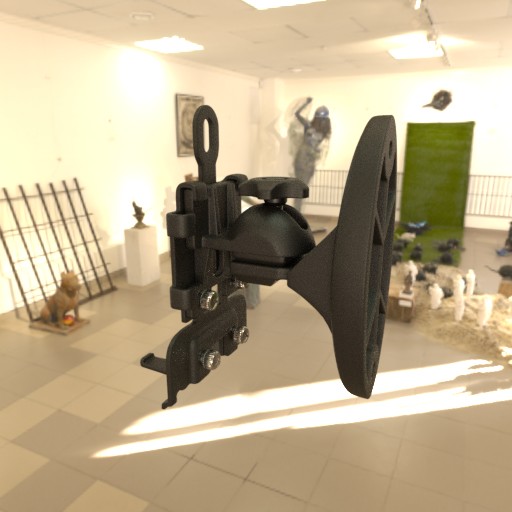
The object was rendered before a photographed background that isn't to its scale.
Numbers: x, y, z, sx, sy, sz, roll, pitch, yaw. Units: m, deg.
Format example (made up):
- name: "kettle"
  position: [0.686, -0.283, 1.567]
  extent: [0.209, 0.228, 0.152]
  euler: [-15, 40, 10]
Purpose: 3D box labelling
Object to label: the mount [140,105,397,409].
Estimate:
- name: "mount"
  position: [0.000, 0.000, 0.181]
  extent: [0.100, 0.118, 0.066]
  euler: [7, 17, 25]
